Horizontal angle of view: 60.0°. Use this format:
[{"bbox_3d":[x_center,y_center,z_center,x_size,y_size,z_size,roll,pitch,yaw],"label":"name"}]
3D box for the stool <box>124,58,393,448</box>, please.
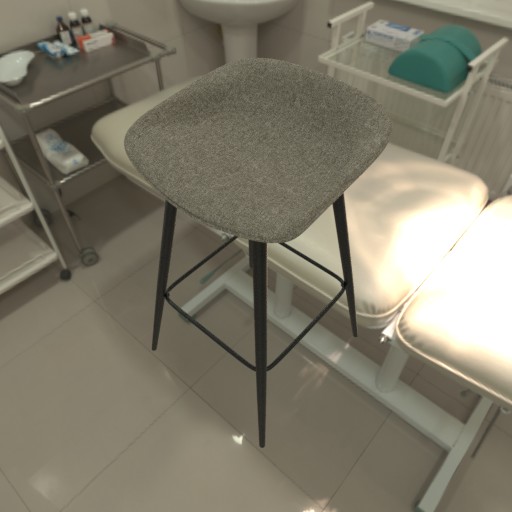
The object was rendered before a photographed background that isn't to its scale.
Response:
[{"bbox_3d":[0.000,0.000,1.127,0.469,0.814,0.480,33,55,27],"label":"stool"}]
